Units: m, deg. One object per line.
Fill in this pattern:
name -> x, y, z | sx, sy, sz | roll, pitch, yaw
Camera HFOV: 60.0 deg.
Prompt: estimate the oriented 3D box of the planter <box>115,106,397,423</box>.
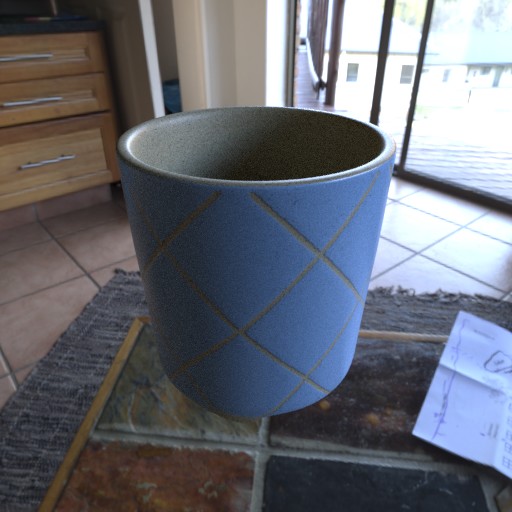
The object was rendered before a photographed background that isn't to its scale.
planter -> 0.000, 0.000, 0.429 | 0.227, 0.235, 0.227 | 0, 31, 0
